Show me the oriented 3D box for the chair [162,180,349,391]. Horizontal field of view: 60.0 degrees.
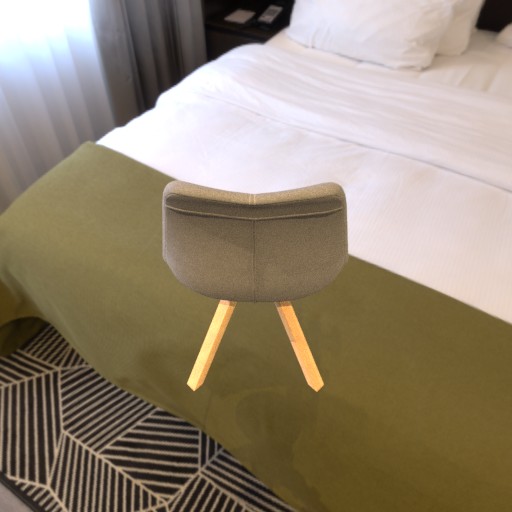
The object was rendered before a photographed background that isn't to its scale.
[{"bbox_3d":[0.000,0.000,1.228,0.474,0.863,0.549,1,46,1],"label":"chair"}]
